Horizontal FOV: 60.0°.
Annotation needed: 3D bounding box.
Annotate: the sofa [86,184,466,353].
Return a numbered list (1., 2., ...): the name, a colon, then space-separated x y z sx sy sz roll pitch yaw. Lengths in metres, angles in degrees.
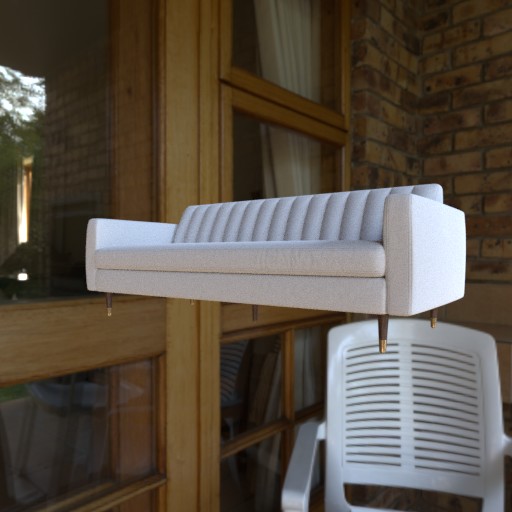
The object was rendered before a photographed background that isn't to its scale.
1. sofa: 0.000 0.000 2.772 2.291 0.821 0.990 0 0 36
